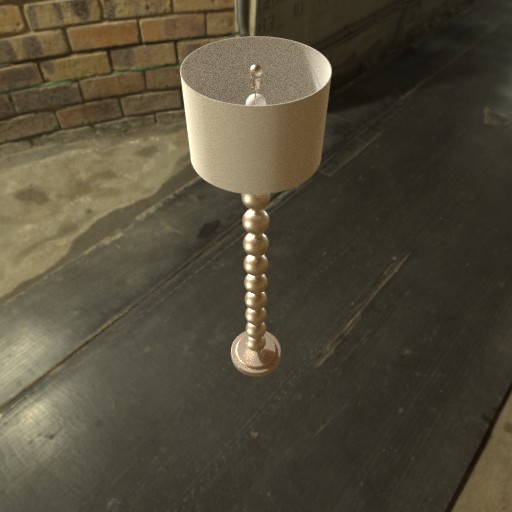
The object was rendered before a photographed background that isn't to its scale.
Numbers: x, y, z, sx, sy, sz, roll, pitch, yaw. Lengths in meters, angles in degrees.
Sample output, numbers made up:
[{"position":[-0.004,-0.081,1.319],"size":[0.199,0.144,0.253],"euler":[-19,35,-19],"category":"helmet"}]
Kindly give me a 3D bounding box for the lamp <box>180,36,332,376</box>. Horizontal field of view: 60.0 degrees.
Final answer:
[{"position":[0.000,0.000,1.692],"size":[0.394,1.474,0.394],"euler":[2,48,2],"category":"lamp"}]
